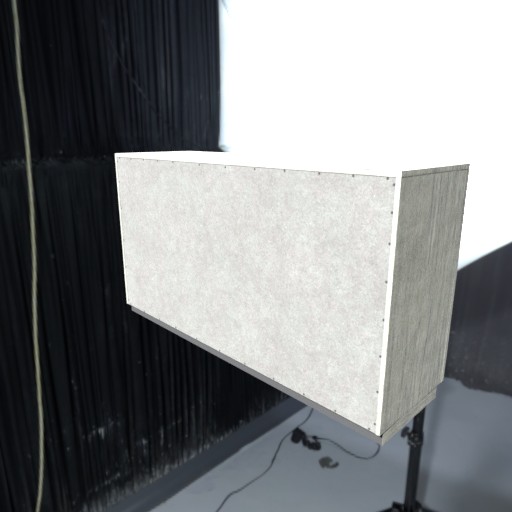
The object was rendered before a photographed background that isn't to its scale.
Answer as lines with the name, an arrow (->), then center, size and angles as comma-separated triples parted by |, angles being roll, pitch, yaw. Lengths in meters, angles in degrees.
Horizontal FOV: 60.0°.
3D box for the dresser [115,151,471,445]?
dresser -> 0.000, 0.000, 2.043 | 0.483, 0.889, 1.628 | -15, 21, -42
